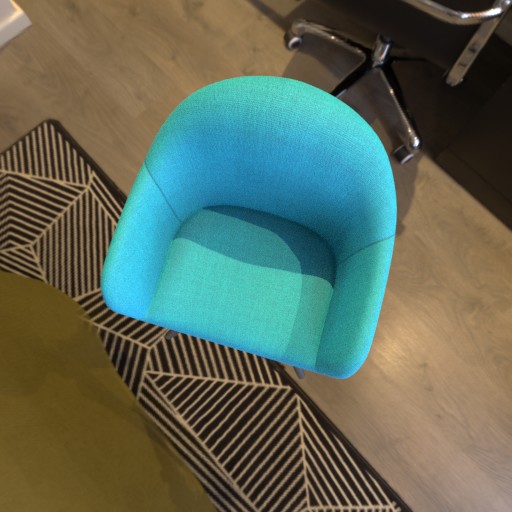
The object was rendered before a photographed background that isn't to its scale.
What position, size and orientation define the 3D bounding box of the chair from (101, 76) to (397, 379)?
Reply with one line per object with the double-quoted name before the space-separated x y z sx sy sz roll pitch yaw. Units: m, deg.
"chair" 0.000 0.000 1.169 0.590 0.795 0.550 16 77 4
